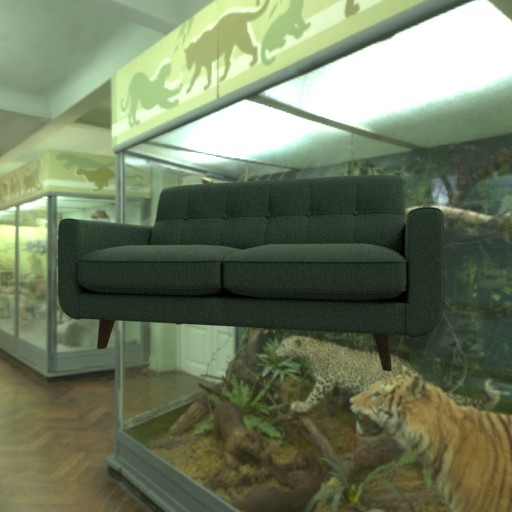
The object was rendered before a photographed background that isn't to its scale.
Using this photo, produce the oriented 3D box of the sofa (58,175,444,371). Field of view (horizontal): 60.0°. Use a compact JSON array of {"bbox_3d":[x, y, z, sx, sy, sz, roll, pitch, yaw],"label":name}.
[{"bbox_3d":[0.000,0.000,2.170,1.631,0.841,0.909,0,0,18],"label":"sofa"}]
